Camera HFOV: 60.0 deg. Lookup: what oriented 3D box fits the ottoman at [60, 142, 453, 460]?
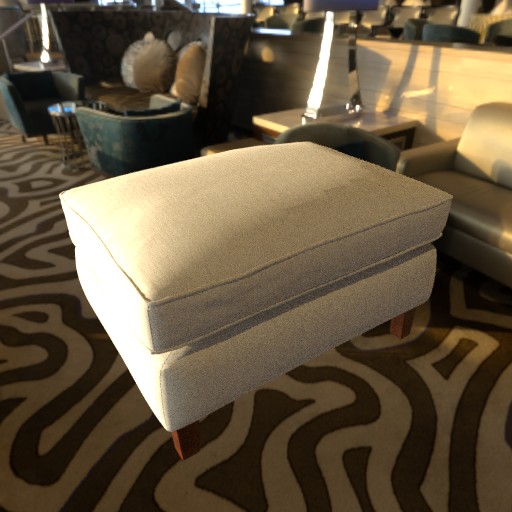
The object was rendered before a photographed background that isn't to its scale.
[{"bbox_3d":[0.000,0.000,0.954,0.665,0.406,0.501,-19,35,-29],"label":"ottoman"}]
